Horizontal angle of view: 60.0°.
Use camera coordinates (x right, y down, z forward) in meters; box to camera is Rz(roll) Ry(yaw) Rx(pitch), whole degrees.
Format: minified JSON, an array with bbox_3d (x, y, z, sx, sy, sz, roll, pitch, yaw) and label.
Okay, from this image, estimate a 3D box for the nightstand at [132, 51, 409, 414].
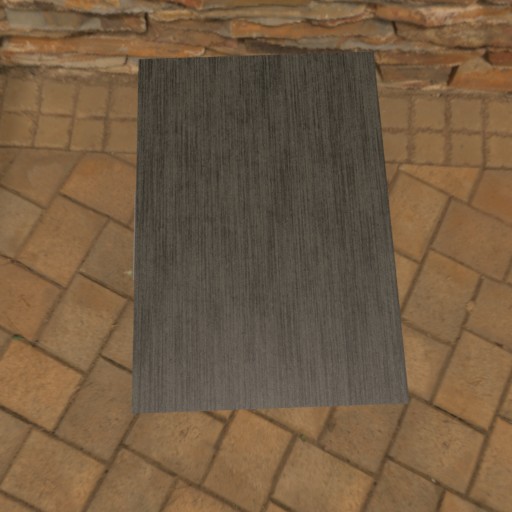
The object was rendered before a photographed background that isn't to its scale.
[{"bbox_3d":[0.000,0.000,0.761,0.325,0.460,0.441,-2,78,0],"label":"nightstand"}]
